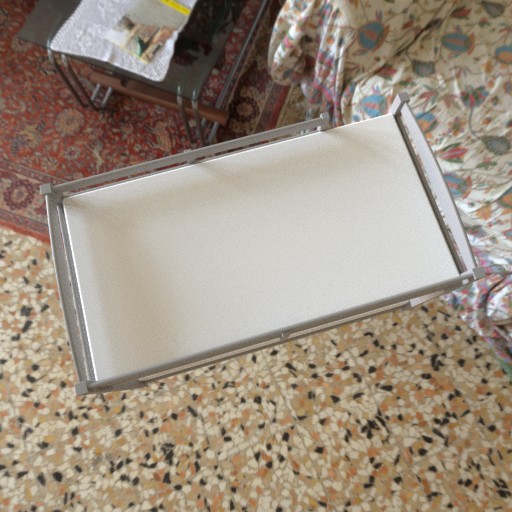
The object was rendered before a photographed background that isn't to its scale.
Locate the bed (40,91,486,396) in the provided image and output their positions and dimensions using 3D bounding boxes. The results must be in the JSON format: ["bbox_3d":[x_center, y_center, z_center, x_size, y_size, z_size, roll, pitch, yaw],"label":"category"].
[{"bbox_3d":[0.000,0.000,2.754,2.013,1.206,1.105,-16,76,-4],"label":"bed"}]
